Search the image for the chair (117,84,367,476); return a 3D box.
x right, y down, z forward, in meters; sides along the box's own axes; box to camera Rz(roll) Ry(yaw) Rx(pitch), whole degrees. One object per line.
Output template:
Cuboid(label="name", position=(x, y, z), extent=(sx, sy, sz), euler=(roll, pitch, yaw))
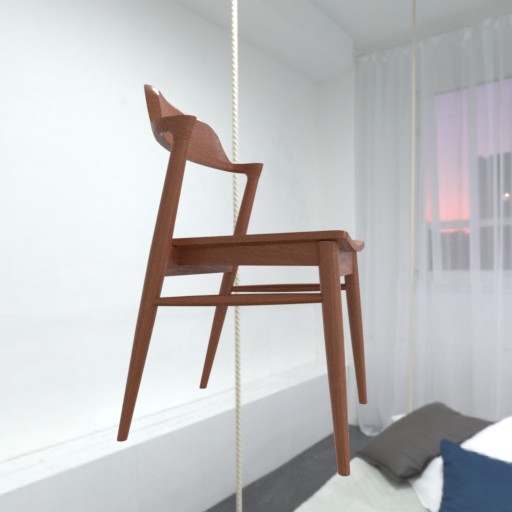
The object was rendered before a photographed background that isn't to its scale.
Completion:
Cuboid(label="chair", position=(0.000, 0.000, 1.088), extent=(0.499, 0.801, 0.496), euler=(0, -1, 18))
